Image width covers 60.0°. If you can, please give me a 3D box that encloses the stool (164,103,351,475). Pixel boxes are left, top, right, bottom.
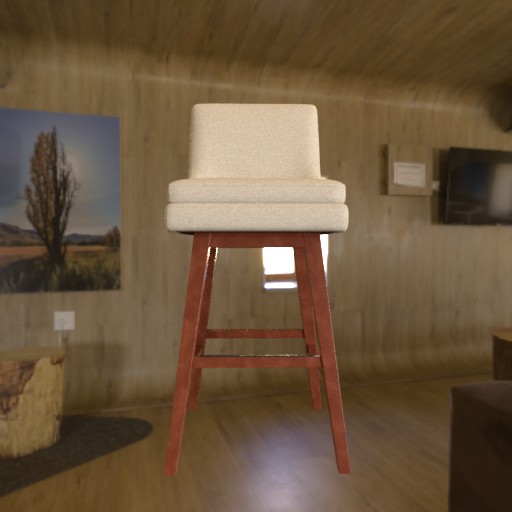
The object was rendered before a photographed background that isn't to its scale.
[{"bbox_3d":[0.000,0.000,1.363,0.470,1.092,0.559,0,1,-1],"label":"stool"}]
